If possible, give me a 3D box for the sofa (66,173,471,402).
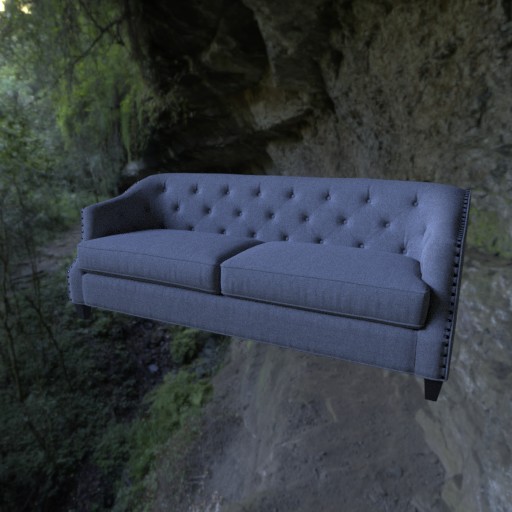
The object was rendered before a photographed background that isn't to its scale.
[{"bbox_3d":[0.000,0.000,2.648,2.235,0.901,0.914,7,16,25],"label":"sofa"}]
